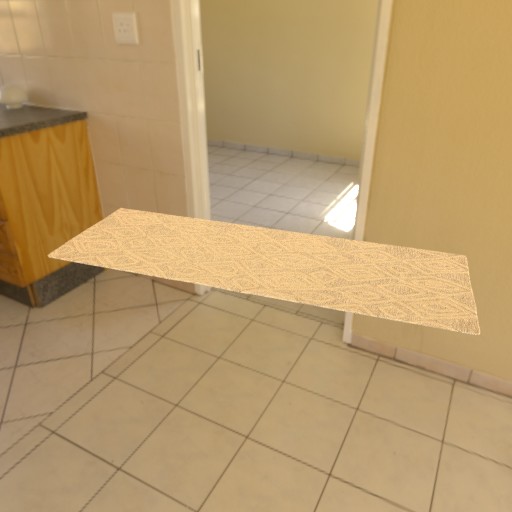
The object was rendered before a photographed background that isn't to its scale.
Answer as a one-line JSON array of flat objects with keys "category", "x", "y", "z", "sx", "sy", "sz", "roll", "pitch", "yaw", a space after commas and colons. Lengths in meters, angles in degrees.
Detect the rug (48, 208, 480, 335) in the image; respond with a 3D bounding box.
[{"category": "rug", "x": 0.000, "y": 0.000, "z": 2.699, "sx": 2.436, "sy": 0.013, "sz": 0.807, "roll": 9, "pitch": 30, "yaw": 16}]
